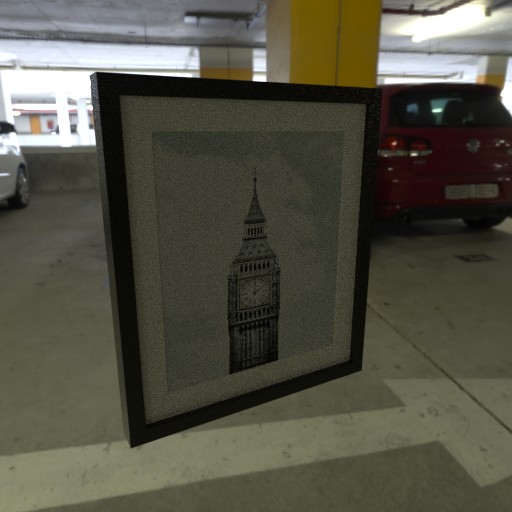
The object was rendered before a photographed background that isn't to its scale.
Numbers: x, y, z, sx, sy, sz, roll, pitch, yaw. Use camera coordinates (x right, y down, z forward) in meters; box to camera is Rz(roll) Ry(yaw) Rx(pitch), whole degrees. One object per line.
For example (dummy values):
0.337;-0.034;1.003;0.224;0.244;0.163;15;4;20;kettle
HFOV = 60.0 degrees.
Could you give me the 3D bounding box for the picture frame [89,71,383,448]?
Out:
0.000;0.000;0.517;0.328;0.378;0.034;-9;18;-28;picture frame
